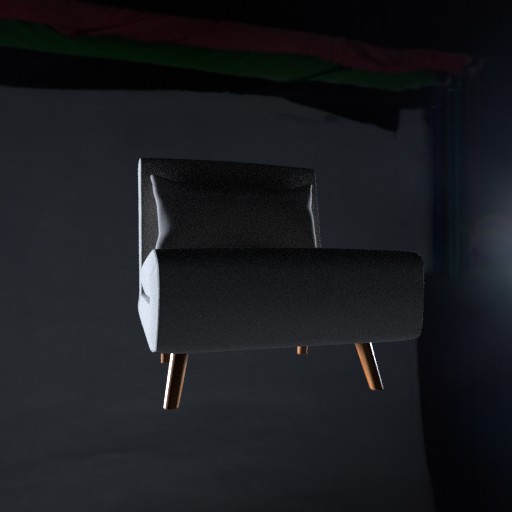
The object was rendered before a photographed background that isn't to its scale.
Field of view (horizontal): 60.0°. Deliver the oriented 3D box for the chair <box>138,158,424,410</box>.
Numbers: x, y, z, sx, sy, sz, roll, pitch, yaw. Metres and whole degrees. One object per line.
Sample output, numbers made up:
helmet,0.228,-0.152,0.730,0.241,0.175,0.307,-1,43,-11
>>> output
chair,0.000,0.000,1.531,0.770,0.808,0.902,0,-1,-17
